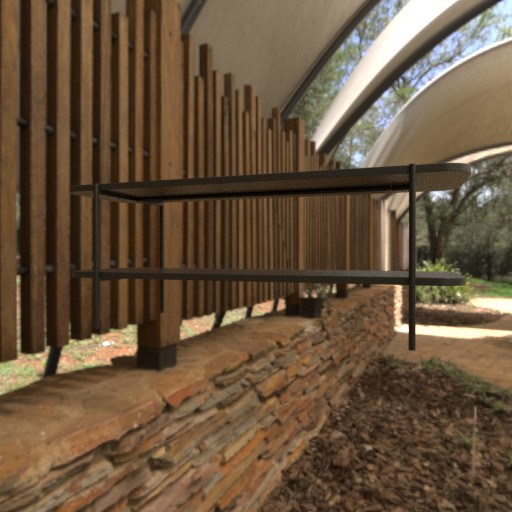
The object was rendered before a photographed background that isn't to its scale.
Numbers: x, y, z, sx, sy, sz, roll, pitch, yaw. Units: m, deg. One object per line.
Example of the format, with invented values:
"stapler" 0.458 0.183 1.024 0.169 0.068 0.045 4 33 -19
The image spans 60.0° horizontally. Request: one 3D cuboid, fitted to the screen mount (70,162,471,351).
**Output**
"screen mount" 0.000 0.000 1.399 1.200 0.447 0.400 0 1 19
